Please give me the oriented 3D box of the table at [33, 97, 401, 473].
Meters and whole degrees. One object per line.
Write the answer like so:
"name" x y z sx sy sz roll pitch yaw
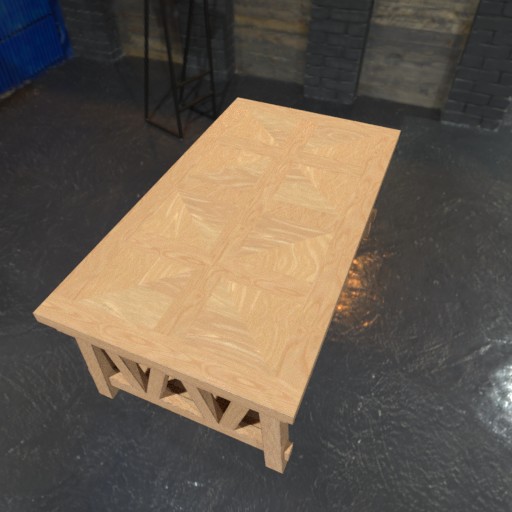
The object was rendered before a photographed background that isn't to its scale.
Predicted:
"table" 0.000 0.000 1.632 0.711 0.507 1.270 17 49 16
